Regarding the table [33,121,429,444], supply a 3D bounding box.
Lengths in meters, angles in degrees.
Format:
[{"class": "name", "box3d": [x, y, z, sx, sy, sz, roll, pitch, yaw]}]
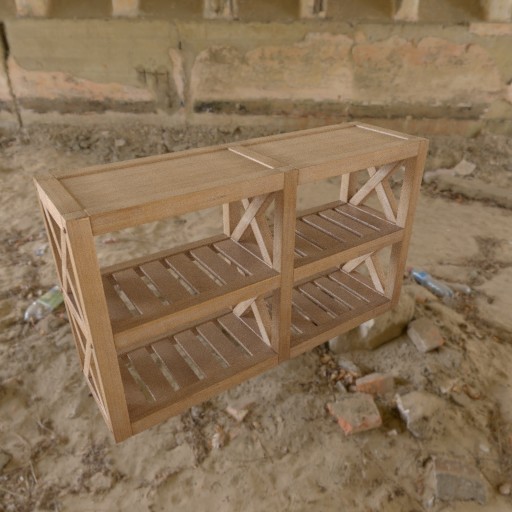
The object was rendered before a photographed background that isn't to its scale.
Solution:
[{"class": "table", "box3d": [0.000, 0.000, 1.653, 1.320, 0.762, 0.381, -18, 34, -29]}]
